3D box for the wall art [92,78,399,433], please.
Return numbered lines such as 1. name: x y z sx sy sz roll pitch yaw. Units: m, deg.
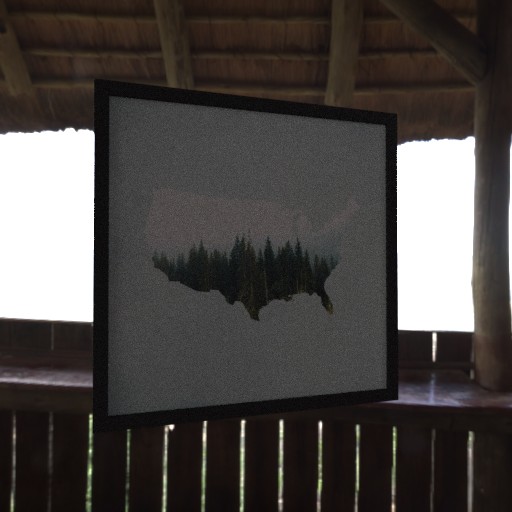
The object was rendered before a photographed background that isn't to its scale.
1. wall art: 0.000 0.000 0.443 0.304 0.304 0.038 0 -1 -17
